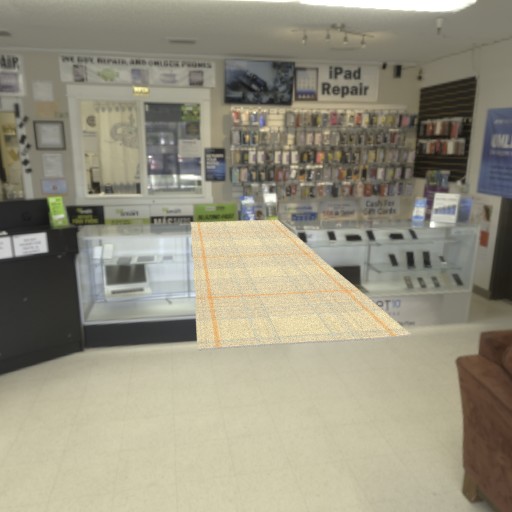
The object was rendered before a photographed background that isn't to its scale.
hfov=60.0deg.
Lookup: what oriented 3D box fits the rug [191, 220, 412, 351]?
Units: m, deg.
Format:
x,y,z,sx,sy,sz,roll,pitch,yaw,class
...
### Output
x,y,z,sx,sy,sz,roll,pitch,yaw,class
0.000,0.000,2.710,0.770,0.016,2.442,-2,15,-8,rug
